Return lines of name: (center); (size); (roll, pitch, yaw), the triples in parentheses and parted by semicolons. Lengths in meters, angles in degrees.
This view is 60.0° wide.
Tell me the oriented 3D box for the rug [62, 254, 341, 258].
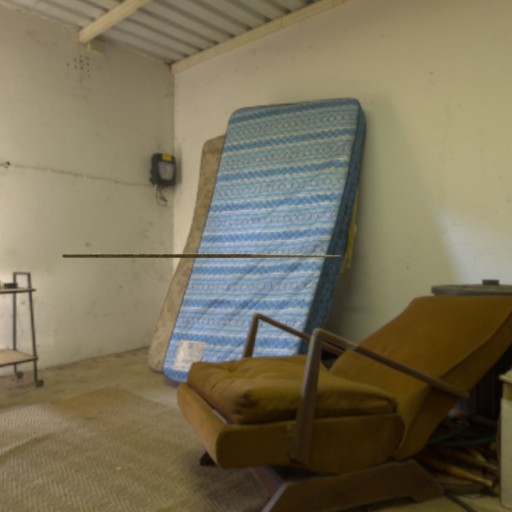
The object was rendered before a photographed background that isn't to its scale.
rug: (0.000, 0.000, 2.524); (0.700, 0.014, 2.290); (0, 0, 18)
